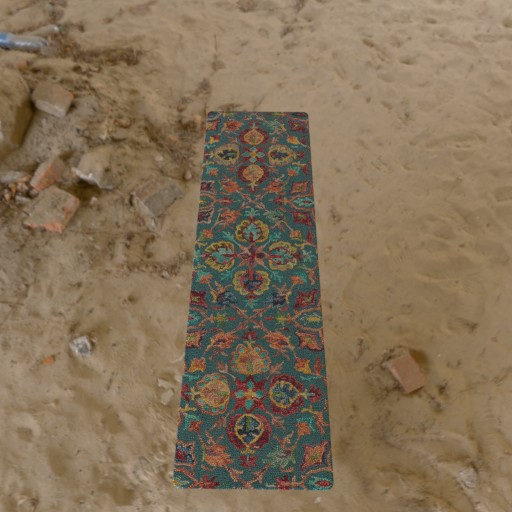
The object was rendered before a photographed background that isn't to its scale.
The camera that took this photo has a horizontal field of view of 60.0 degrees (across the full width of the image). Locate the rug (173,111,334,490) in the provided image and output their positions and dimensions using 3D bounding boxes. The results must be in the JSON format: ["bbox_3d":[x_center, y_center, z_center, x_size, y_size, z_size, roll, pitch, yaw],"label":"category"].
[{"bbox_3d":[0.000,0.000,2.450,0.686,0.013,2.286,1,60,0],"label":"rug"}]
